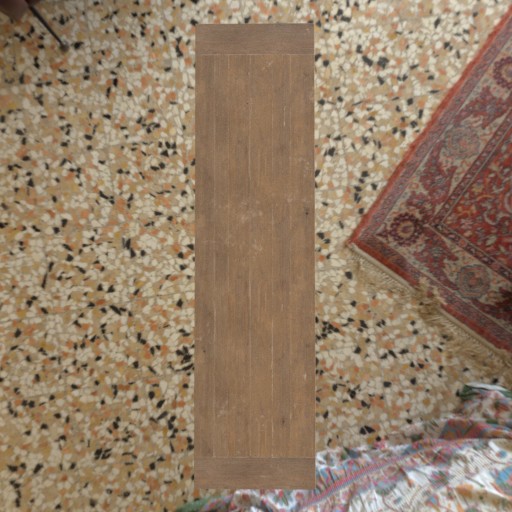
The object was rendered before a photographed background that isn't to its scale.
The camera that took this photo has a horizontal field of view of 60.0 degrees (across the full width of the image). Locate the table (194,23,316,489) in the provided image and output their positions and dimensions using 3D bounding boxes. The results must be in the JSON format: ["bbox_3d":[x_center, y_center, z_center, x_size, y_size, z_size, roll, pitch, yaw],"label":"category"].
[{"bbox_3d":[0.000,0.000,2.116,0.465,0.810,1.800,0,89,1],"label":"table"}]
